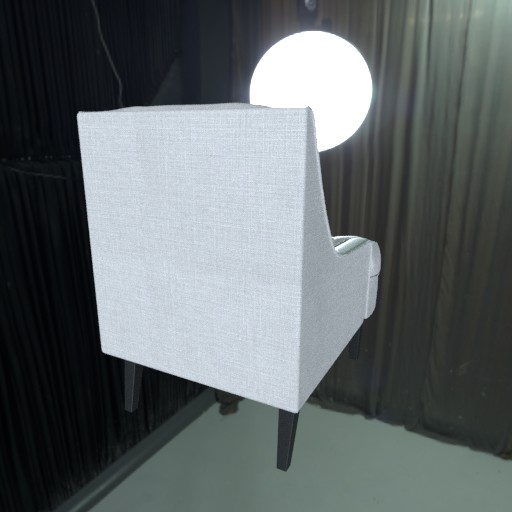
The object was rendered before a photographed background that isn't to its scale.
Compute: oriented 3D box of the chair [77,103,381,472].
[{"bbox_3d":[0.000,0.000,1.422,0.658,0.891,0.772,8,18,27],"label":"chair"}]
